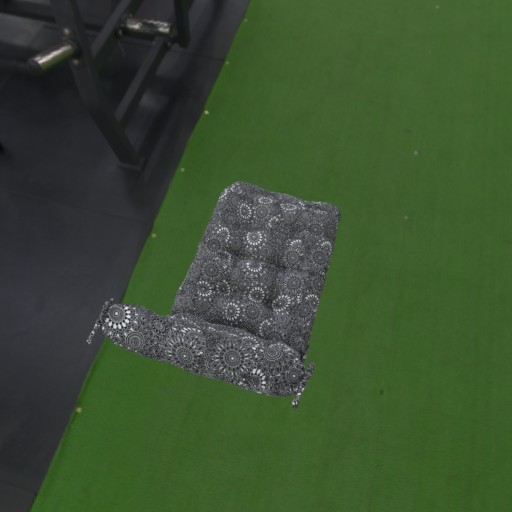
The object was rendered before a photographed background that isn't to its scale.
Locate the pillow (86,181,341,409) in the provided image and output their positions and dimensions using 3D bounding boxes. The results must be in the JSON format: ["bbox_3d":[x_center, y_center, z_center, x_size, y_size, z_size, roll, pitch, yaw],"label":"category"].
[{"bbox_3d":[0.000,0.000,1.528,0.526,0.863,1.016,16,65,8],"label":"pillow"}]
